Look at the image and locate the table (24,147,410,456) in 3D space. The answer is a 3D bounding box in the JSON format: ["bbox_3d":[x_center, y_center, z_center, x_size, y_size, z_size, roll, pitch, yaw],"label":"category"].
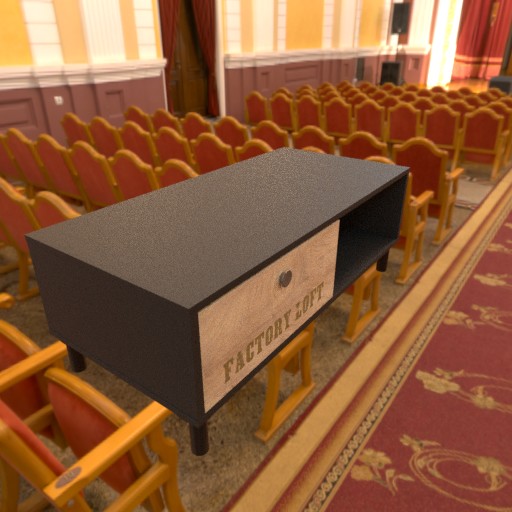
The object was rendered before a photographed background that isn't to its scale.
[{"bbox_3d":[0.000,0.000,1.374,0.550,0.400,1.100,18,32,32],"label":"table"}]
